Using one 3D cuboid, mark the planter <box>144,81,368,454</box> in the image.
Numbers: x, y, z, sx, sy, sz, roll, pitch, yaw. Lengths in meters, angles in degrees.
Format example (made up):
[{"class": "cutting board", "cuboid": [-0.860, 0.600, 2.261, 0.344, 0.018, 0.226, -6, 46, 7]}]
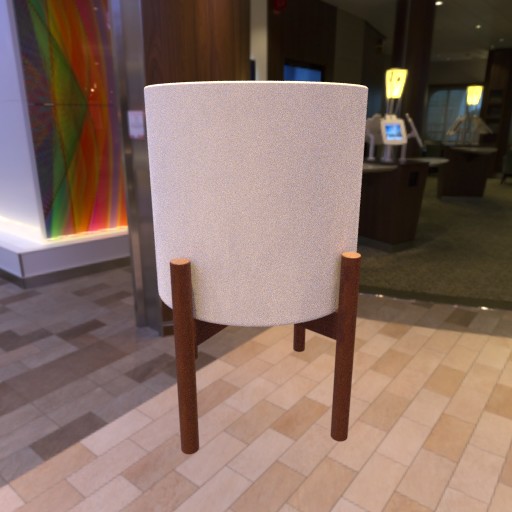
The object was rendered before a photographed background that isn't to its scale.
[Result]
[{"class": "planter", "cuboid": [0.000, 0.000, 0.949, 0.417, 0.670, 0.417, -2, 18, -7]}]
